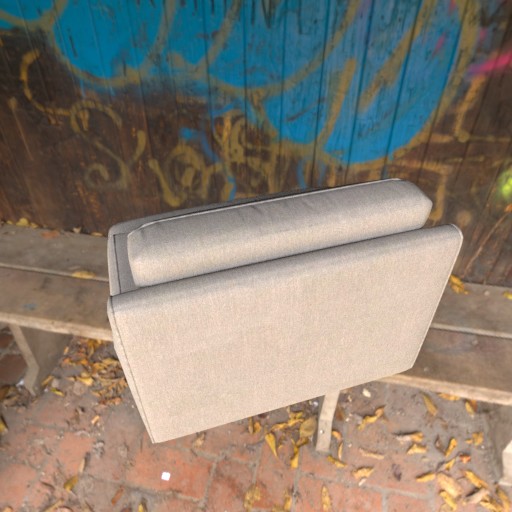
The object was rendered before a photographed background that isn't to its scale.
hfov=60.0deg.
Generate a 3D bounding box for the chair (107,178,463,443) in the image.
[{"bbox_3d":[0.000,0.000,1.982,1.270,0.974,1.043,-12,43,-13],"label":"chair"}]
